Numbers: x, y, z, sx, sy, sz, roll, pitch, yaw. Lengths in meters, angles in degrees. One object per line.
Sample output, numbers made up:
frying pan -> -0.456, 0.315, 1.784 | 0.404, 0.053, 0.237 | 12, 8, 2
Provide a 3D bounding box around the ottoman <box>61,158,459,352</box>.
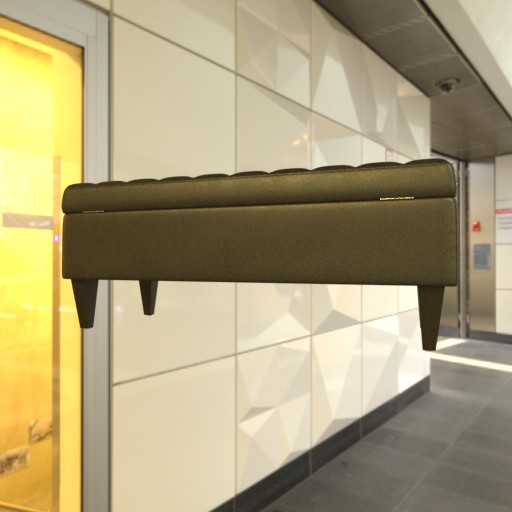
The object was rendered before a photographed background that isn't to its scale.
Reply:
ottoman -> 0.000, 0.000, 1.422 | 1.151, 0.469, 0.482 | 0, 0, 19
